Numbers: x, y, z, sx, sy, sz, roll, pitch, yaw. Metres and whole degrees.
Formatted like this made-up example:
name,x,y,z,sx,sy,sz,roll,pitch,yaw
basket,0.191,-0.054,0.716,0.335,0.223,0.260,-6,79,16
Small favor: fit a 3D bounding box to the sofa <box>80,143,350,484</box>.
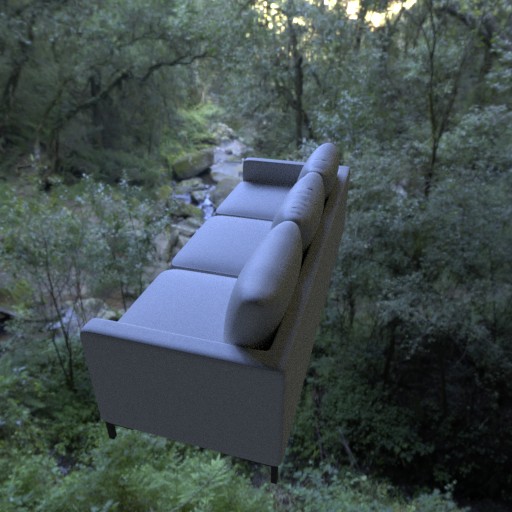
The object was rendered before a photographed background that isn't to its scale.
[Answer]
name,x,y,z,sx,sy,sz,roll,pitch,yaw
sofa,0.000,0.000,2.655,0.859,0.874,2.218,8,32,14
